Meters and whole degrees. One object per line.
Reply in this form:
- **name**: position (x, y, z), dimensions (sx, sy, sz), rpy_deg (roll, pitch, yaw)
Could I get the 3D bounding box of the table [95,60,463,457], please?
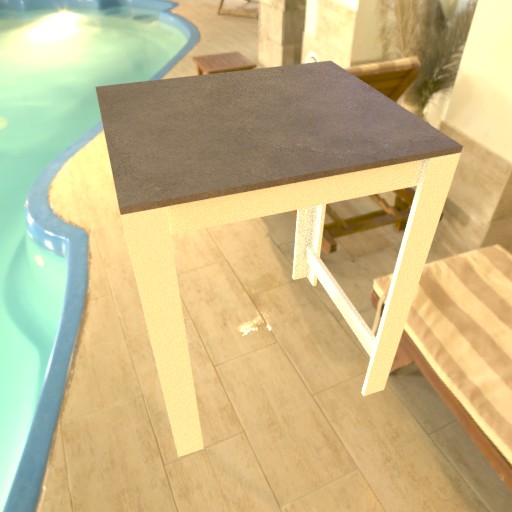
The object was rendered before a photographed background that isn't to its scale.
- **table**: position (0.000, 0.000, 1.534), dimensions (0.800, 1.020, 0.700), rpy_deg (-13, 42, -14)
